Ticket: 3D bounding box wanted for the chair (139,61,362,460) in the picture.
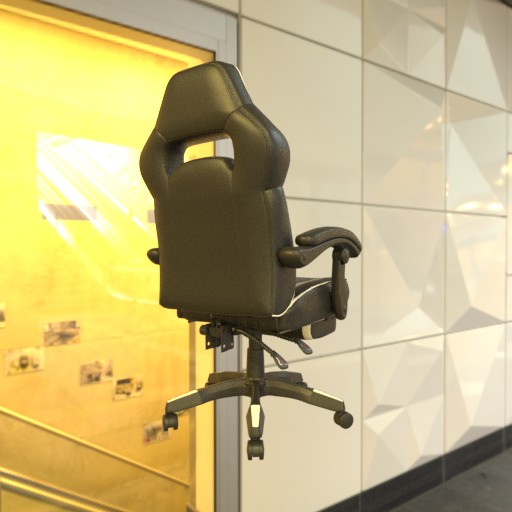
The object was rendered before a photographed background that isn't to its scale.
[{"bbox_3d":[0.000,0.000,1.648,0.676,1.200,0.700,0,1,35],"label":"chair"}]
